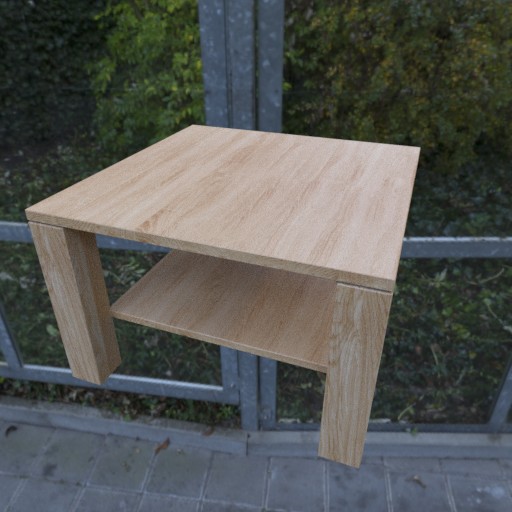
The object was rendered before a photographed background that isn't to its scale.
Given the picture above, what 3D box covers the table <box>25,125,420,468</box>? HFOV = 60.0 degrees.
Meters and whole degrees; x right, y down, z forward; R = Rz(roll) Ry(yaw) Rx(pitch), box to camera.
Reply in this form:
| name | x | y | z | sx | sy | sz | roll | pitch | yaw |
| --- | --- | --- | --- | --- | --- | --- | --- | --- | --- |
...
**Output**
| name | x | y | z | sx | sy | sz | roll | pitch | yaw |
| --- | --- | --- | --- | --- | --- | --- | --- | --- | --- |
| table | 0.000 | 0.000 | 1.151 | 0.700 | 0.450 | 0.700 | 11 | 32 | 18 |
